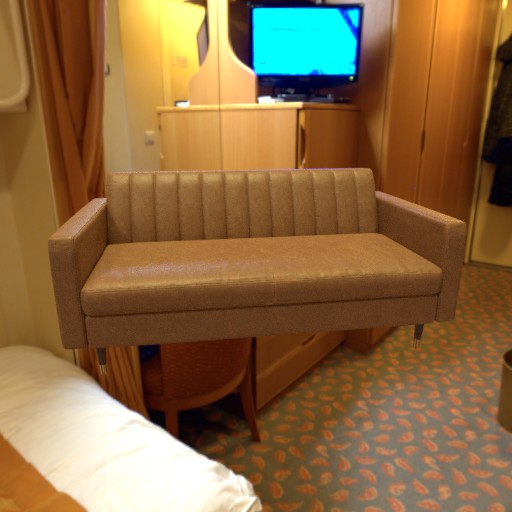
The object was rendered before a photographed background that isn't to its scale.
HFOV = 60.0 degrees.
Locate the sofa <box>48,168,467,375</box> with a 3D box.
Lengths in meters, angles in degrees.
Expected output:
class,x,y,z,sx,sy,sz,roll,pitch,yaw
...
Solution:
class,x,y,z,sx,sy,sz,roll,pitch,yaw
sofa,0.000,0.000,2.378,1.847,0.821,0.993,-3,17,-9
